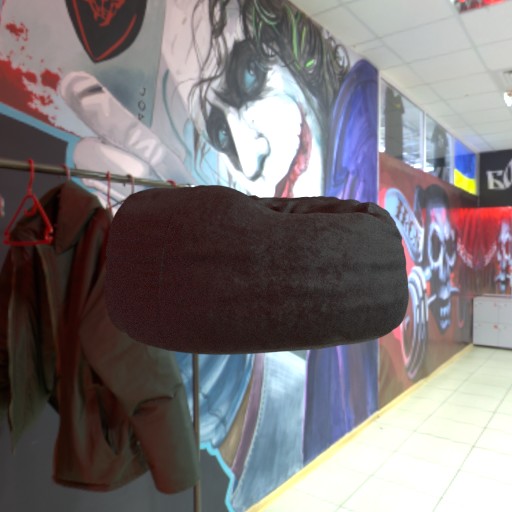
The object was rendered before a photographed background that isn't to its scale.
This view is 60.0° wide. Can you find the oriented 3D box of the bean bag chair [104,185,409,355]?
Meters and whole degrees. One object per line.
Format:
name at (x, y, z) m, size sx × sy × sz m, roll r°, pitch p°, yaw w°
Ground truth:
bean bag chair at (0.000, 0.000, 2.350) m, size 1.525 × 0.751 × 1.525 m, roll 0°, pitch 1°, yaw 0°
